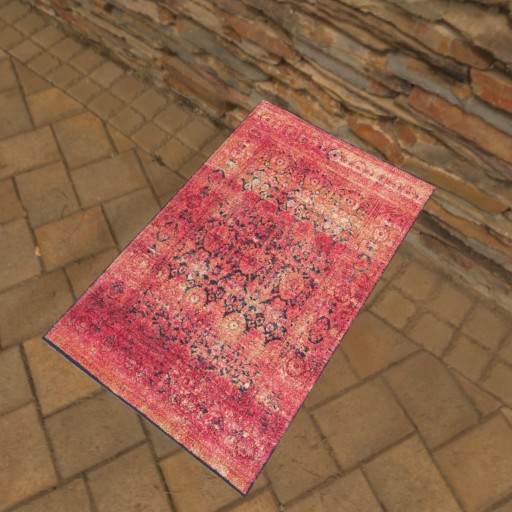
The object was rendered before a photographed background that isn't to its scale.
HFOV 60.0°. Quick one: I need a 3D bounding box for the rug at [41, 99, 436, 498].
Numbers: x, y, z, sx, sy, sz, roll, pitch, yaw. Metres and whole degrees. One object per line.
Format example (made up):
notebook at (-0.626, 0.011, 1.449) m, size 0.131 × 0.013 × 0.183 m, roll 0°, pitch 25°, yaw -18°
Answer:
rug at (0.000, 0.000, 2.991) m, size 1.539 × 0.018 × 2.449 m, roll 32°, pitch 68°, yaw 15°
